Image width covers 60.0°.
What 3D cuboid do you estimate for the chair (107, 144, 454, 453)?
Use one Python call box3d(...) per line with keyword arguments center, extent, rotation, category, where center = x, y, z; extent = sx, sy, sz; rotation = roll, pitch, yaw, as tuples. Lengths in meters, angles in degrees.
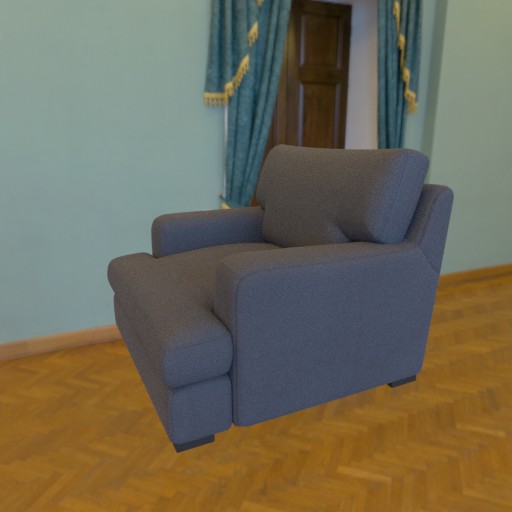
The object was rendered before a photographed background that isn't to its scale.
box3d(center=(0.000, 0.000, 1.961), extent=(1.143, 0.940, 1.168), rotation=(-7, 17, -25), category="chair")
